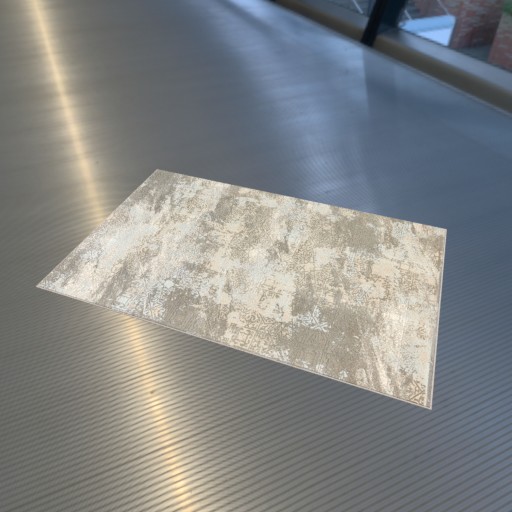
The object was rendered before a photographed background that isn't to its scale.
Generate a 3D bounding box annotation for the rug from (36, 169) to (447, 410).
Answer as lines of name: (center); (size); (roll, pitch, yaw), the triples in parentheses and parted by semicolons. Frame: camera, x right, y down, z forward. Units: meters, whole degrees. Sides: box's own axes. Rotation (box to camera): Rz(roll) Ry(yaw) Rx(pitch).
rug: (0.000, 0.000, 3.052); (2.431, 0.012, 1.536); (14, 44, 15)
